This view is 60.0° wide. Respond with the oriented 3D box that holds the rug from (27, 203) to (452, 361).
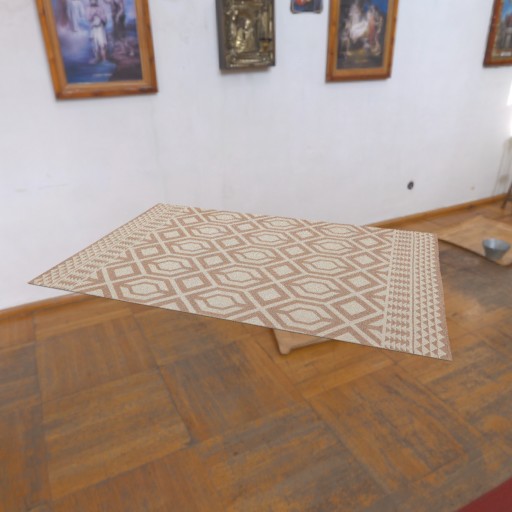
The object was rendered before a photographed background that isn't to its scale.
[{"bbox_3d":[0.000,0.000,2.321,1.829,0.008,1.219,8,26,16],"label":"rug"}]
